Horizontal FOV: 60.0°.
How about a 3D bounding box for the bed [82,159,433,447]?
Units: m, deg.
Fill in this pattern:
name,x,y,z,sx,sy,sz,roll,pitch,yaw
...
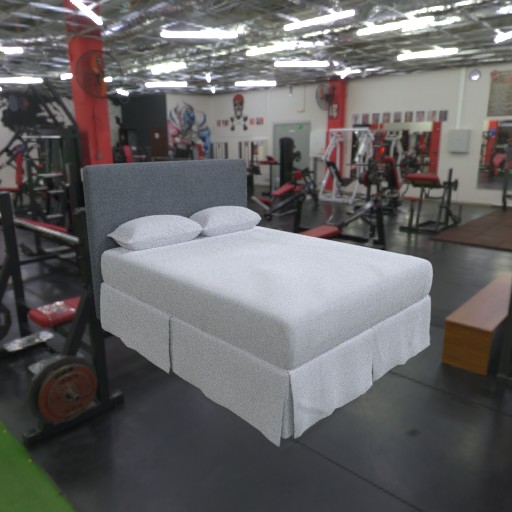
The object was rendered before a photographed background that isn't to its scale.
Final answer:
name,x,y,z,sx,sy,sz,roll,pitch,yaw
bed,0.000,0.000,3.337,1.713,1.330,2.142,-14,21,-43
